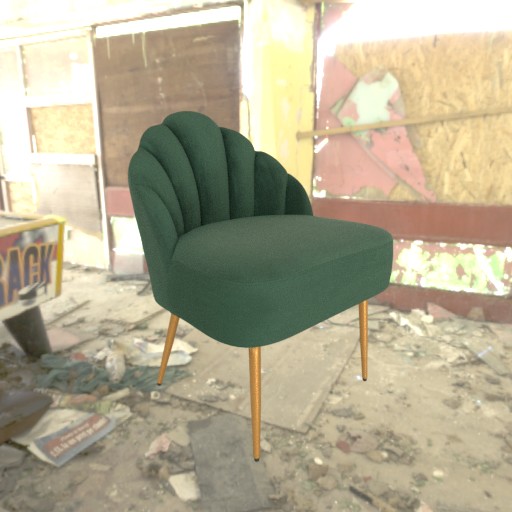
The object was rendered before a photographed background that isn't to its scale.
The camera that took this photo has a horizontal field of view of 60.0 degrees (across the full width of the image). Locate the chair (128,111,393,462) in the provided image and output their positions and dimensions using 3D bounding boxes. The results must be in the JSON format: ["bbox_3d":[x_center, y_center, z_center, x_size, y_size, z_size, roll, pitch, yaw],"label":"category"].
[{"bbox_3d":[0.000,0.000,1.274,0.599,0.819,0.657,13,19,42],"label":"chair"}]
